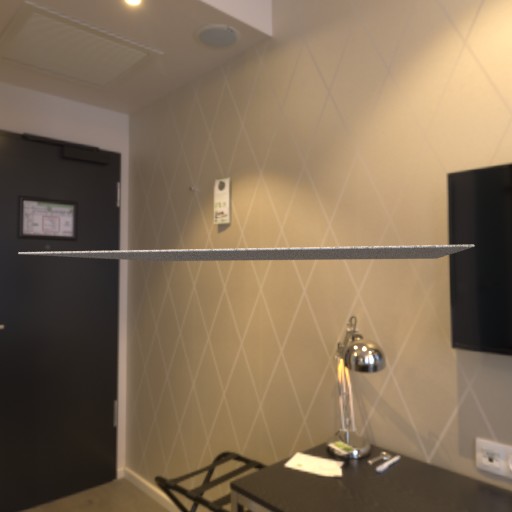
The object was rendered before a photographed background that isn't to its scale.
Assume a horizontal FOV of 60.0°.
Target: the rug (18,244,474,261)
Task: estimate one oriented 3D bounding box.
[{"bbox_3d":[0.000,0.000,2.255,1.827,0.007,1.211,-1,-2,17],"label":"rug"}]
